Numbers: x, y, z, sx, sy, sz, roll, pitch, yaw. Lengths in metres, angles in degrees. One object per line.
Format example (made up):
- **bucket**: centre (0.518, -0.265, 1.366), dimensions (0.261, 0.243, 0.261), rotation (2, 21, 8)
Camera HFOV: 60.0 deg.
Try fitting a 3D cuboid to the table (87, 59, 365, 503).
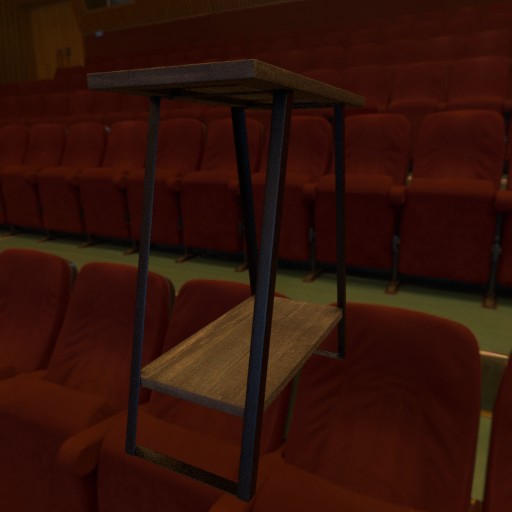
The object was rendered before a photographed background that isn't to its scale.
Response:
- **table**: centre (0.000, 0.000, 0.984), dimensions (0.300, 0.701, 0.599), rotation (7, 16, 26)
